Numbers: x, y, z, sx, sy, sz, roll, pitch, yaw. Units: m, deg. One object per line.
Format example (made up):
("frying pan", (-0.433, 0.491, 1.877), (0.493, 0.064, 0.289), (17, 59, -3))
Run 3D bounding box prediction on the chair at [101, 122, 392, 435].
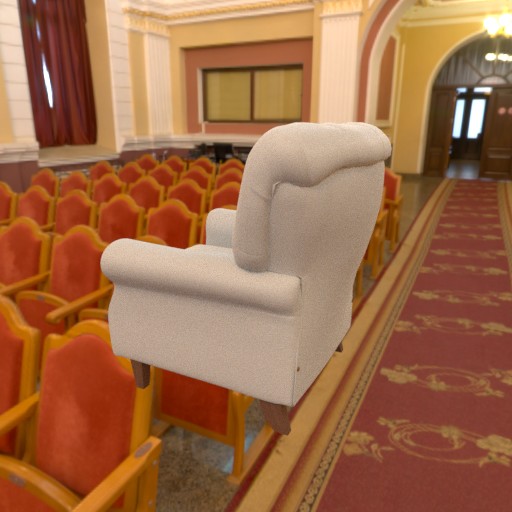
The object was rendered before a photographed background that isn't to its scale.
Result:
("chair", (0.000, 0.000, 2.104), (1.128, 1.217, 1.090), (8, 19, 26))
